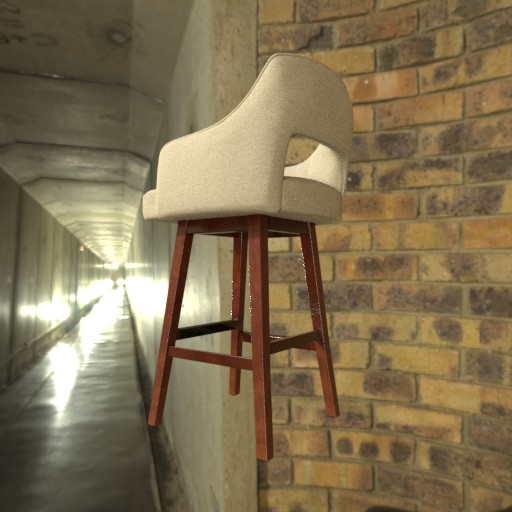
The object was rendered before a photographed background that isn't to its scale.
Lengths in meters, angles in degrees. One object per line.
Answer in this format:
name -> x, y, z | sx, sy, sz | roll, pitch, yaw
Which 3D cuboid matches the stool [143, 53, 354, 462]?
stool -> 0.000, 0.000, 1.391 | 0.560, 1.041, 0.550 | -1, -1, 36
